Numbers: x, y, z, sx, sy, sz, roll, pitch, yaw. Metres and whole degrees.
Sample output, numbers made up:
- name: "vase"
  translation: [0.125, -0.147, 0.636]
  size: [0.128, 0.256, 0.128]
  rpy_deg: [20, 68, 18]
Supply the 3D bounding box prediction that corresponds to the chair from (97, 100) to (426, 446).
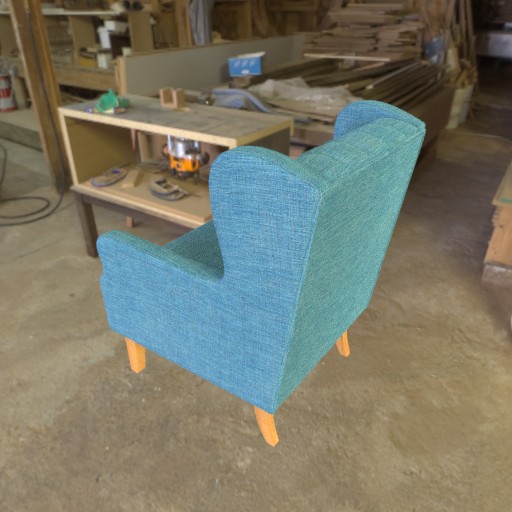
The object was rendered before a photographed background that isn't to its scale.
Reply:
- name: "chair"
  translation: [0.000, 0.000, 1.479]
  size: [0.775, 0.952, 0.711]
  rpy_deg: [21, 37, 31]
